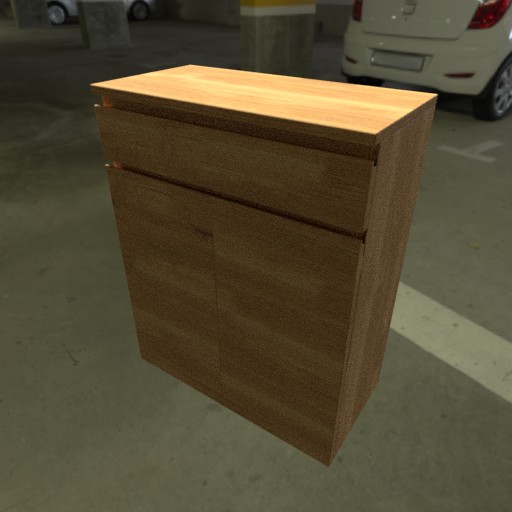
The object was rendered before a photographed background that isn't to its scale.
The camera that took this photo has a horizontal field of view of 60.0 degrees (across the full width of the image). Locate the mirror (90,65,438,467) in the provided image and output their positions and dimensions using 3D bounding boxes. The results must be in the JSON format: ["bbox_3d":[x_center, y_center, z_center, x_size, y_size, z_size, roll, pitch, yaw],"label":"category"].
[{"bbox_3d":[0.000,0.000,1.392,0.800,1.000,0.400,20,37,29],"label":"mirror"}]
